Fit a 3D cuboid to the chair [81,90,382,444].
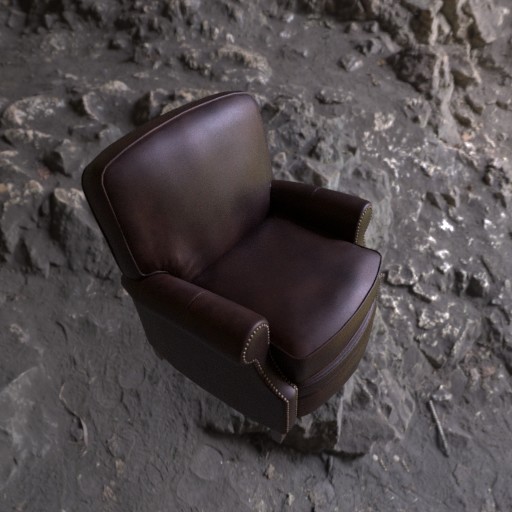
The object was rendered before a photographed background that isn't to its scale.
[{"bbox_3d":[0.000,0.000,1.749,0.986,1.018,0.936,26,48,26],"label":"chair"}]
